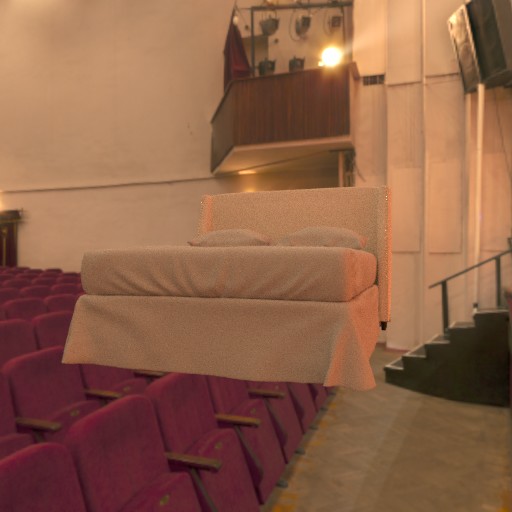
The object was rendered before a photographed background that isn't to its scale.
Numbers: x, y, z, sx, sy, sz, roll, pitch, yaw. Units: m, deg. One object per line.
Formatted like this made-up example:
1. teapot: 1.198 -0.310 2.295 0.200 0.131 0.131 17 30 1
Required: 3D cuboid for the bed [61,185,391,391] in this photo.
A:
1. bed: 0.000 0.000 3.417 1.925 1.332 2.276 0 -1 19
